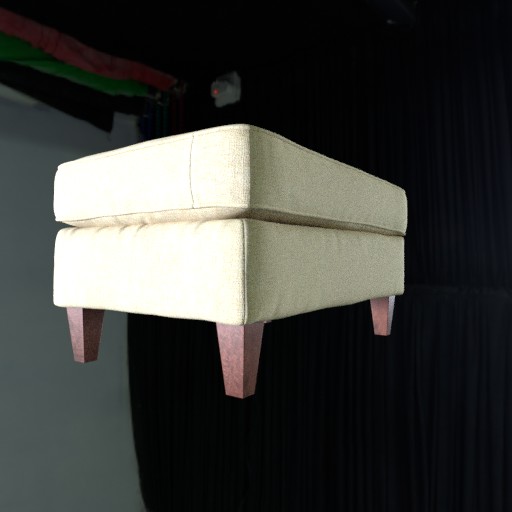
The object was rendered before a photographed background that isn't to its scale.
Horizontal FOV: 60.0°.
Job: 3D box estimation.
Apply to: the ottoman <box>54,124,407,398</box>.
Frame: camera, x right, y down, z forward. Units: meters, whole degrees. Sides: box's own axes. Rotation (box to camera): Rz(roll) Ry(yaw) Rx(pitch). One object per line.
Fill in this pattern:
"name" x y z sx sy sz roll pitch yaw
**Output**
"ottoman" 0.000 0.000 1.199 0.583 0.484 0.862 0 0 35
